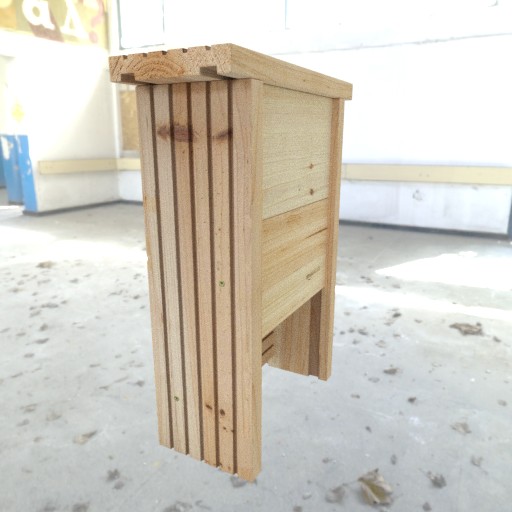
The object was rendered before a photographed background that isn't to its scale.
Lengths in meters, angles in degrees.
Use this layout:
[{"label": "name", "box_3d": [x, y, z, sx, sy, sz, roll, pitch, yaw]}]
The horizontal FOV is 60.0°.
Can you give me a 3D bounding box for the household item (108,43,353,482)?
[{"label": "household item", "box_3d": [0.000, 0.000, 0.529, 0.123, 0.407, 0.301, 8, 17, 28]}]
